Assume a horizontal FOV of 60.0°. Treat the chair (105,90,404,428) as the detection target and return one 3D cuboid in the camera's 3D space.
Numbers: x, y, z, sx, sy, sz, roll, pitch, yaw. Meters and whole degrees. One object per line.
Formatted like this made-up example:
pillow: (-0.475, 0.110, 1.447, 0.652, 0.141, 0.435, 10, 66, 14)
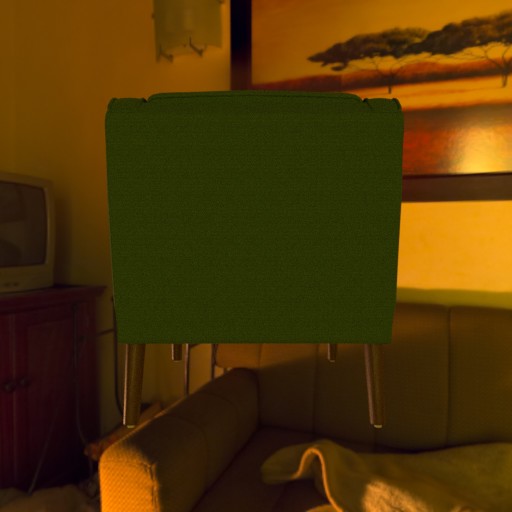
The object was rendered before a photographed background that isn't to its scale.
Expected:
chair: (0.000, 0.000, 1.325, 0.663, 0.792, 0.743, 0, 1, 0)
